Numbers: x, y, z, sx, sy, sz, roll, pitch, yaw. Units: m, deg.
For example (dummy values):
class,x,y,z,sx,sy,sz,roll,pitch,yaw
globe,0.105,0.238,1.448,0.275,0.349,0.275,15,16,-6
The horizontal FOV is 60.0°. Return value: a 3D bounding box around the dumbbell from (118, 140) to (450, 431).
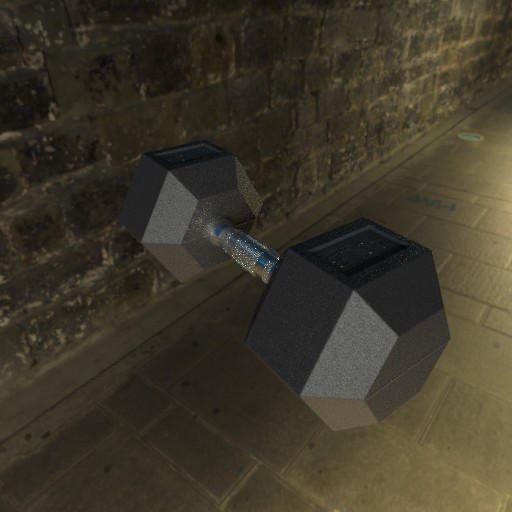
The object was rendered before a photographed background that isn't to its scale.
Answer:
class,x,y,z,sx,sy,sz,roll,pitch,yaw
dumbbell,0.000,0.000,0.431,0.157,0.137,0.361,-22,38,-30
